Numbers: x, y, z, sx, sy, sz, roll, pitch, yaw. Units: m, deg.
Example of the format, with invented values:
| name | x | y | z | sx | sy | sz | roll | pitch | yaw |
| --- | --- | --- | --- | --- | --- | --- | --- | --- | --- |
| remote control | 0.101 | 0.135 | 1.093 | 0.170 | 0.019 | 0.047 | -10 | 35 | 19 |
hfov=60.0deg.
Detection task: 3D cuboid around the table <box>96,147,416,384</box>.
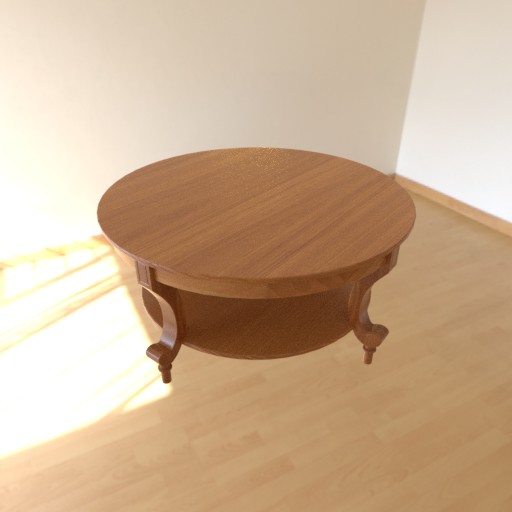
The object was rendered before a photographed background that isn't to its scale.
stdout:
| name | x | y | z | sx | sy | sz | roll | pitch | yaw |
| --- | --- | --- | --- | --- | --- | --- | --- | --- | --- |
| table | 0.000 | 0.000 | 1.610 | 1.029 | 0.490 | 1.029 | 0 | 31 | 0 |
